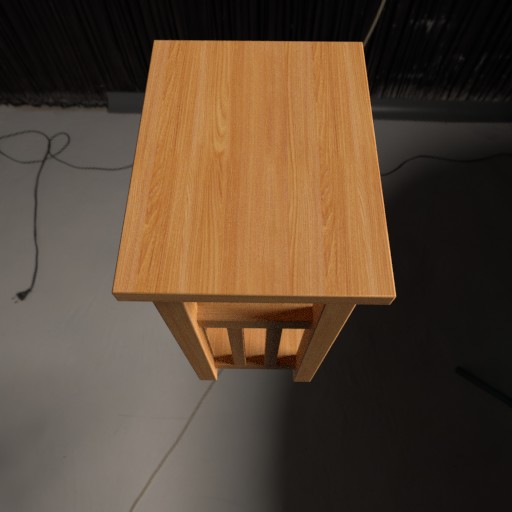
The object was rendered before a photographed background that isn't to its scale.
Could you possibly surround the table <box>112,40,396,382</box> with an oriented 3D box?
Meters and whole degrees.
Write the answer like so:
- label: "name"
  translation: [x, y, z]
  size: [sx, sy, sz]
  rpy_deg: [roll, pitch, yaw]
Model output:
- label: "table"
  translation: [0.000, 0.000, 0.742]
  size: [0.270, 0.550, 0.350]
  rpy_deg: [1, 64, 0]
